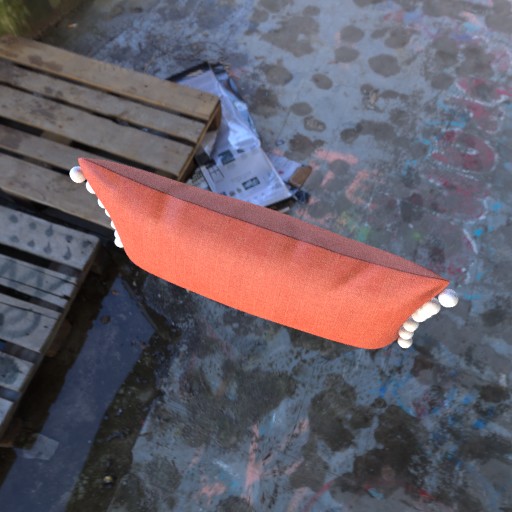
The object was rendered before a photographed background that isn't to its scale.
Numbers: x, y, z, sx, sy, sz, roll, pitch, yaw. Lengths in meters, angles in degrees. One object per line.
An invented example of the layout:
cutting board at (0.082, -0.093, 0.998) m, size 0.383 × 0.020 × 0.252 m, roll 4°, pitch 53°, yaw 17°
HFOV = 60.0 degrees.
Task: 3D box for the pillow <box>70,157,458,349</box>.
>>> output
pillow at (0.000, 0.000, 0.867) m, size 0.709 × 0.322 × 0.201 m, roll 19°, pitch 65°, yaw 9°
